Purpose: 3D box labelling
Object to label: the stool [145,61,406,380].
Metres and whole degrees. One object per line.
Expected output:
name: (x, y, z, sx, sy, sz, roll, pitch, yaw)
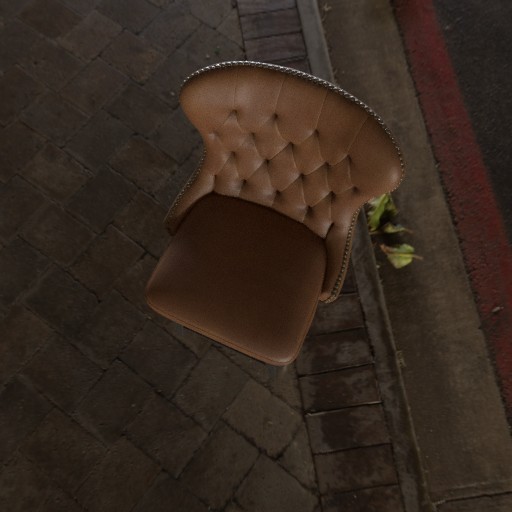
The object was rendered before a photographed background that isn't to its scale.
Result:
stool: (0.000, 0.000, 1.327, 0.528, 0.971, 0.593, 23, 76, 6)
